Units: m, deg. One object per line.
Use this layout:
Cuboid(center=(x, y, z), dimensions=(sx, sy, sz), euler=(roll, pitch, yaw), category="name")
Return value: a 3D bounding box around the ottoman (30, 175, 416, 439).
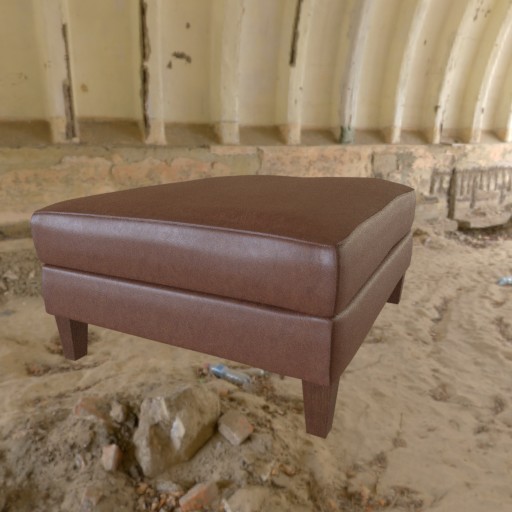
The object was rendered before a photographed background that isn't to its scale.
Cuboid(center=(0.000, 0.000, 1.407), dimensions=(0.836, 0.472, 0.987), euler=(8, 17, 26), category="ottoman")
